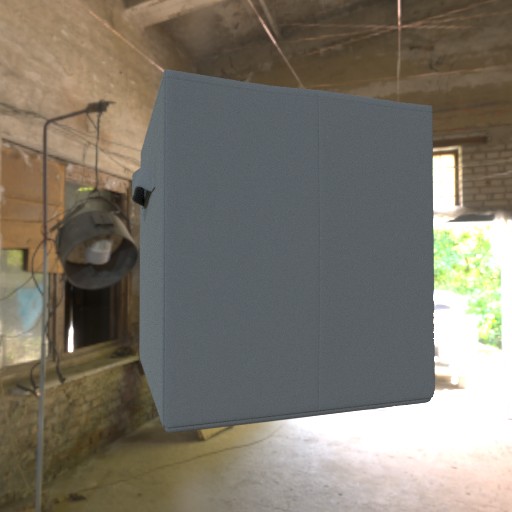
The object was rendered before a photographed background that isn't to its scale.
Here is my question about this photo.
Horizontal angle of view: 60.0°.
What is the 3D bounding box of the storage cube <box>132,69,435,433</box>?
[{"bbox_3d":[0.000,0.000,0.499,0.270,0.280,0.270,0,-1,-18],"label":"storage cube"}]
